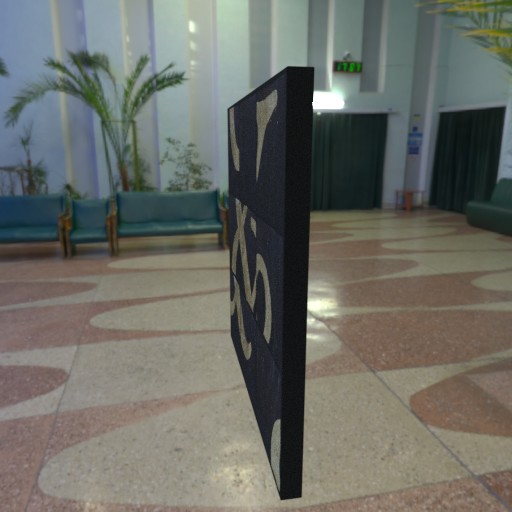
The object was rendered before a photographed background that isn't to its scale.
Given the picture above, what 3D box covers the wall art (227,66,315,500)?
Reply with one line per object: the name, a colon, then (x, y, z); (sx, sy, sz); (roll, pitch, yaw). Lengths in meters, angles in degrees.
wall art: (0.000, 0.000, 1.105); (0.044, 0.758, 0.758); (-2, 14, -10)
